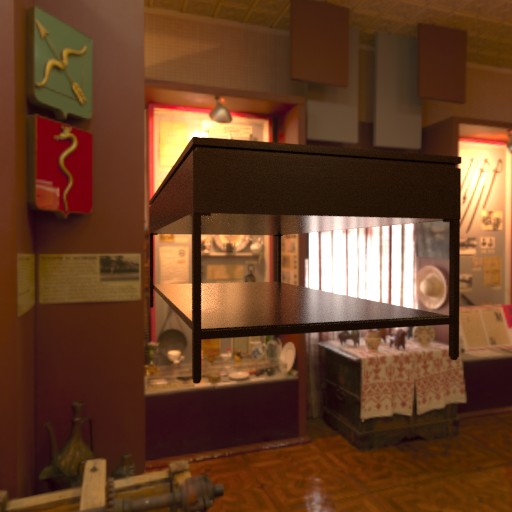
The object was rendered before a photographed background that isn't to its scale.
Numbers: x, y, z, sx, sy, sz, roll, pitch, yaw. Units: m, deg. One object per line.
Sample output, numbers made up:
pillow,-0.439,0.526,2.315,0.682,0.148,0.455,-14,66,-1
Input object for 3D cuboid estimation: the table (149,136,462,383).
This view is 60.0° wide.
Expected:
table,0.000,0.000,1.382,0.574,0.435,1.095,0,1,-17
